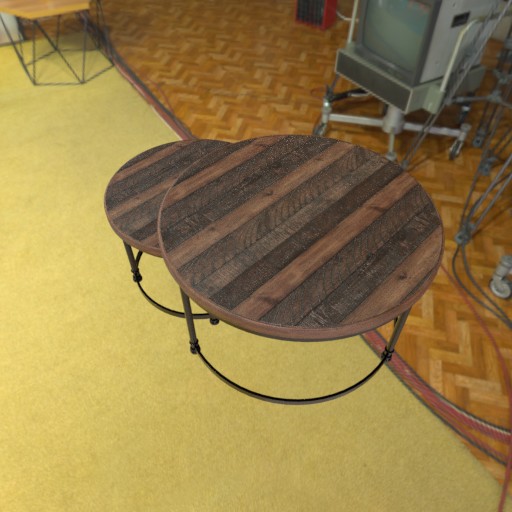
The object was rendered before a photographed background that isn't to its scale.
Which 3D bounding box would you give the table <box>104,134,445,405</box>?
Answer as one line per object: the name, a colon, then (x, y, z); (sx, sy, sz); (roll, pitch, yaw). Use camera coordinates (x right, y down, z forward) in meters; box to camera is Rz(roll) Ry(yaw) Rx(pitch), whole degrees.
table: (0.000, 0.000, 1.588); (1.152, 0.516, 0.870); (15, 49, 13)
